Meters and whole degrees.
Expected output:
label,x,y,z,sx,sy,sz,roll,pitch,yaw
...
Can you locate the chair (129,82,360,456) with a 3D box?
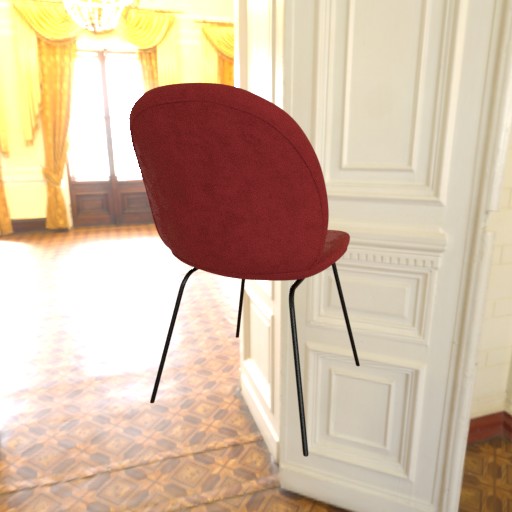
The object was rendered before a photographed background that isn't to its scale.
label,x,y,z,sx,sy,sz,roll,pitch,yaw
chair,0.000,0.000,1.150,0.458,0.791,0.587,8,18,26
